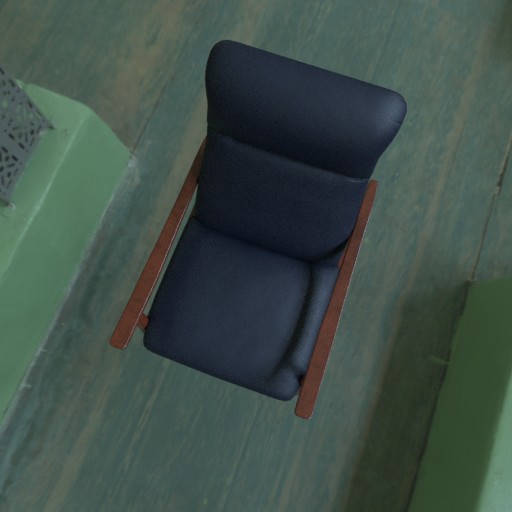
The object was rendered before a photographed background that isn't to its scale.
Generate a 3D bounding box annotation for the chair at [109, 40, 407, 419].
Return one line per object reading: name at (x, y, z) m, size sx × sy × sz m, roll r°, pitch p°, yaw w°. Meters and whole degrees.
chair at (0.000, 0.000, 1.747) m, size 0.762 × 1.082 × 1.014 m, roll 19°, pitch 78°, yaw 4°
